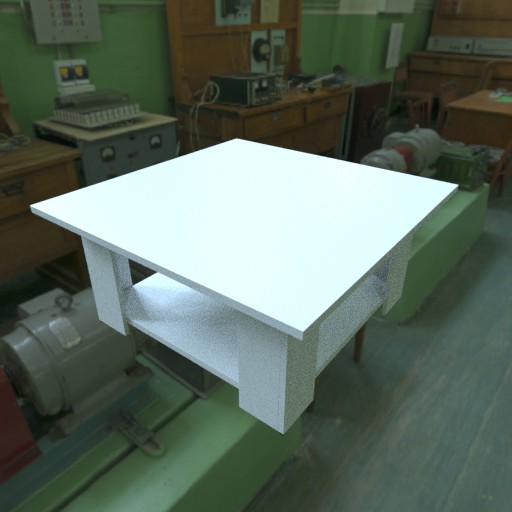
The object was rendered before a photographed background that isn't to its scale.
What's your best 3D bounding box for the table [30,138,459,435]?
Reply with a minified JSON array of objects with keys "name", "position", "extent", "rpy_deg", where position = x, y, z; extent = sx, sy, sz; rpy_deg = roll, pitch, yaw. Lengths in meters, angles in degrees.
[{"name":"table","position":[0.000,0.000,1.050],"extent":[0.670,0.305,0.670],"rpy_deg":[21,36,32]}]
